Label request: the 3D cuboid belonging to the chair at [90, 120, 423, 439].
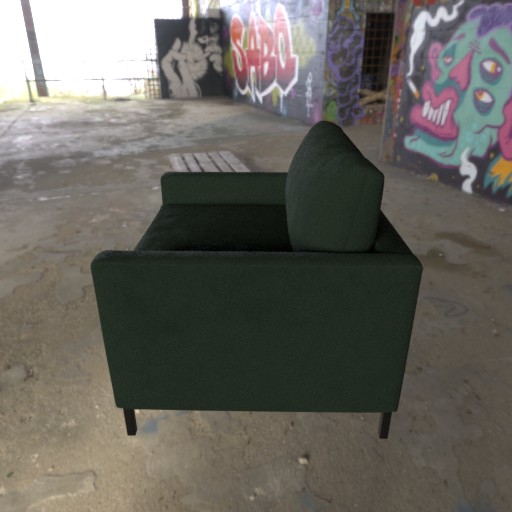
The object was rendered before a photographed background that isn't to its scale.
[{"bbox_3d":[0.000,0.000,1.611,0.866,0.861,0.963,0,25,1],"label":"chair"}]
